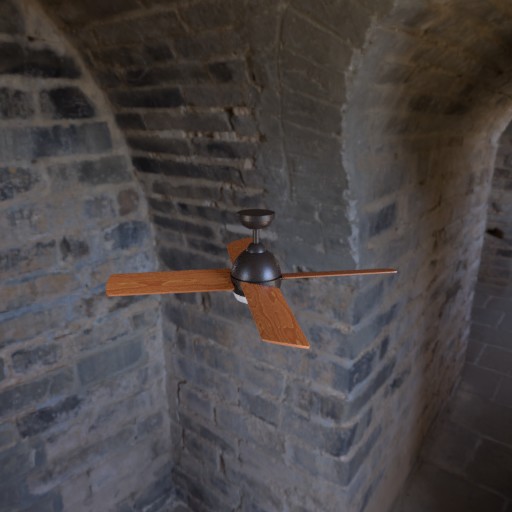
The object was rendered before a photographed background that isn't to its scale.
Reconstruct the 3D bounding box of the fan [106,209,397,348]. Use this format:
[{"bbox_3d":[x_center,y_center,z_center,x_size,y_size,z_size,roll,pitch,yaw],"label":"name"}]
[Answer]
[{"bbox_3d":[0.000,0.000,2.022,1.332,0.403,1.332,-3,17,-8],"label":"fan"}]
